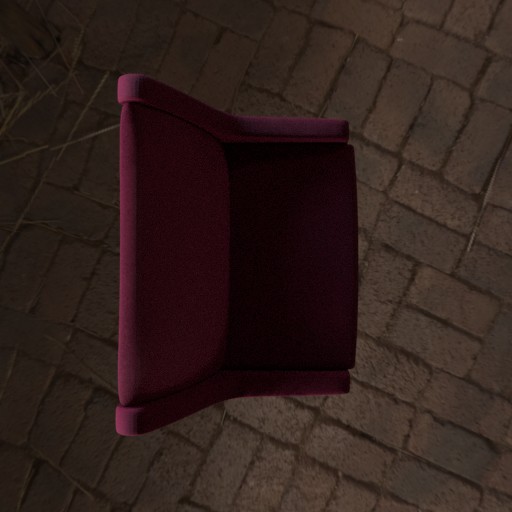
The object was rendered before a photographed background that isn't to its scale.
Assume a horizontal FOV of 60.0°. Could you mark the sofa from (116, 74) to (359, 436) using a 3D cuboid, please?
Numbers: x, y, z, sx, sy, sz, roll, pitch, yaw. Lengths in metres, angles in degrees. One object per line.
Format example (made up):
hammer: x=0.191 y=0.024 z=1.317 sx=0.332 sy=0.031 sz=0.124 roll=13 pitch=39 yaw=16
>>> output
sofa: x=0.000 y=0.000 z=1.969 sx=0.946 sy=0.976 sz=1.242 roll=0 pitch=89 yaw=1
